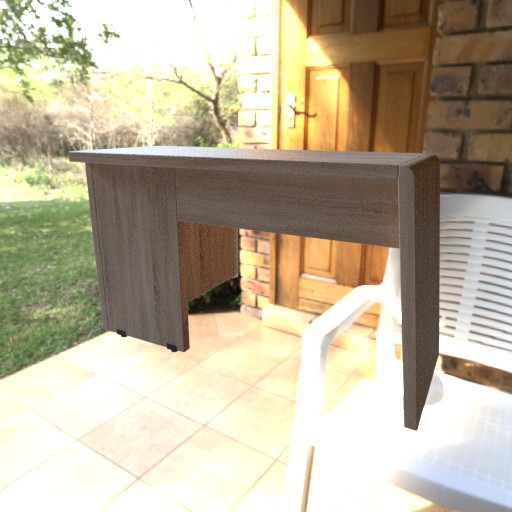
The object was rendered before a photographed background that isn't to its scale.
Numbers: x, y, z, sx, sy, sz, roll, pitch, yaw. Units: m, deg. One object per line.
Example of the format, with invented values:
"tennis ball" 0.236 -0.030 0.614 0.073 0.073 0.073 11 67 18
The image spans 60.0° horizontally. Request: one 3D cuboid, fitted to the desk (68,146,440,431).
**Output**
"desk" 0.000 0.000 1.652 1.300 0.750 0.500 9 19 27
